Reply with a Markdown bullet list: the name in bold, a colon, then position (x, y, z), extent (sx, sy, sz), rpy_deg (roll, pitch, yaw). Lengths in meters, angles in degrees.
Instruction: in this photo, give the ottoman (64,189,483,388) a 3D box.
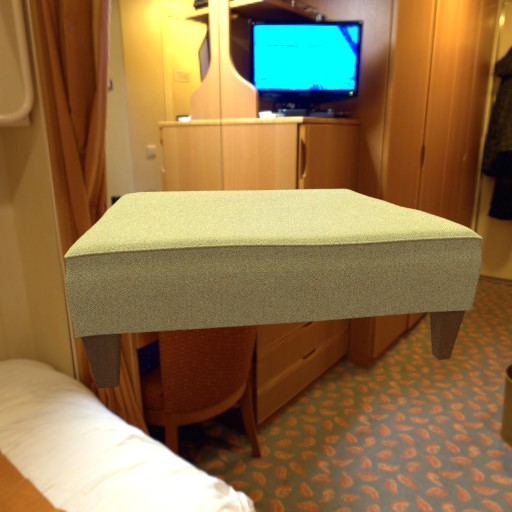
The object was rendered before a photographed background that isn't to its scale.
- **ottoman**: position (0.000, 0.000, 1.519), extent (1.004, 0.379, 0.968), rpy_deg (-2, 15, -9)
